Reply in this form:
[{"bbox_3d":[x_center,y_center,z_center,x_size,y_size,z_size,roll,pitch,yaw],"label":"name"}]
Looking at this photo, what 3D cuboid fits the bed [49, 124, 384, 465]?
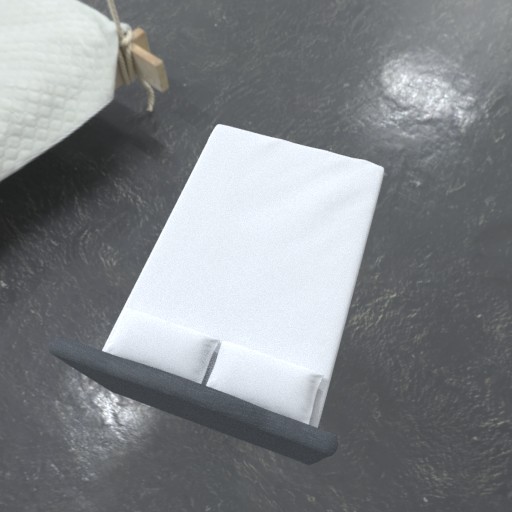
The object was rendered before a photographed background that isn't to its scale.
[{"bbox_3d":[0.000,0.000,3.468,1.747,1.441,2.507,17,64,8],"label":"bed"}]
